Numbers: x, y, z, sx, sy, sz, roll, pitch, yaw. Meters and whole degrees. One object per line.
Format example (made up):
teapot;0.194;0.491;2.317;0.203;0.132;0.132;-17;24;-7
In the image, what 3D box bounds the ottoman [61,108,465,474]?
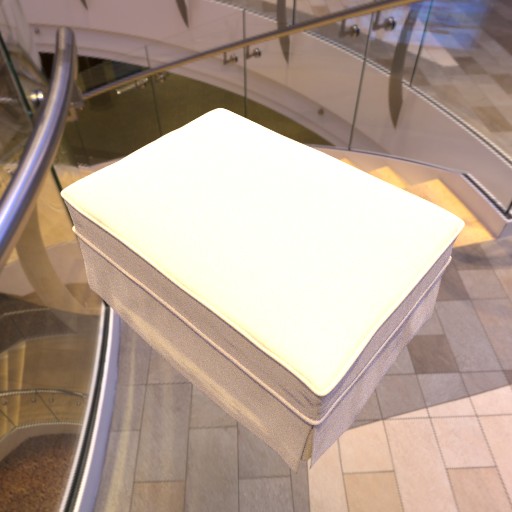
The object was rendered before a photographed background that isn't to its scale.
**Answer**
ottoman;0.000;0.000;1.318;0.944;0.479;0.703;33;55;27
